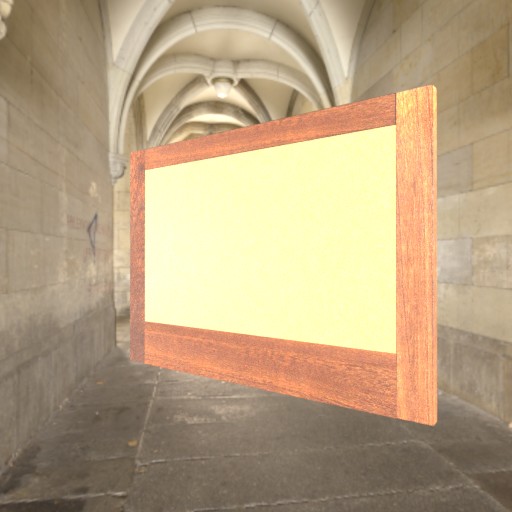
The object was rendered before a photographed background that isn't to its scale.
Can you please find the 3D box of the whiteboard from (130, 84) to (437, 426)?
[{"bbox_3d":[0.000,0.000,0.991,0.783,0.559,0.083,0,0,37],"label":"whiteboard"}]
